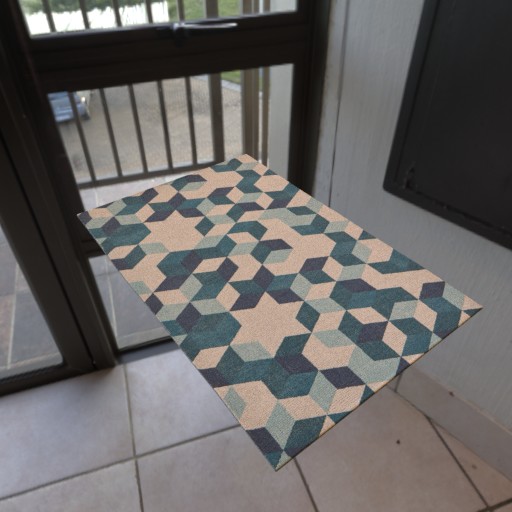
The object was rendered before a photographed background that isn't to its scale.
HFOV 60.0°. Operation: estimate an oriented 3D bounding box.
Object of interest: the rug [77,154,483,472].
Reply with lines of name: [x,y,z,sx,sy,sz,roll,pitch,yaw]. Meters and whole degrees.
rug: [0.000,0.000,2.300,1.235,0.014,1.829,-26,47,-27]
